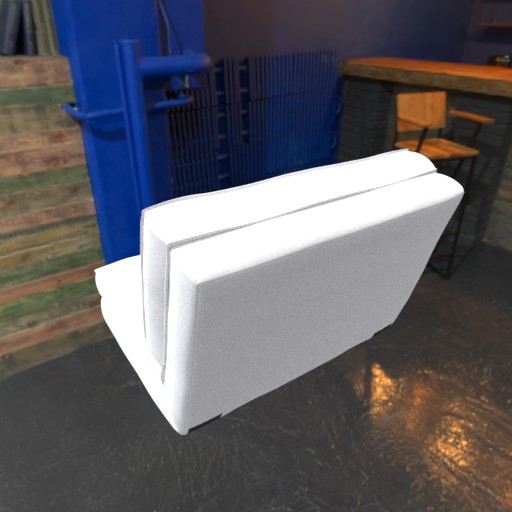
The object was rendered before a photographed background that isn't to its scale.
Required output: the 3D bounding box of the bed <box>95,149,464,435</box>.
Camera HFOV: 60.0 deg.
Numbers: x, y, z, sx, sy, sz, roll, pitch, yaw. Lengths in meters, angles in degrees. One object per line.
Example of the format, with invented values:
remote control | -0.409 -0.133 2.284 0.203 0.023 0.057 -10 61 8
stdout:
bed | 0.000 0.000 1.300 0.799 0.614 0.749 -18 34 -30
